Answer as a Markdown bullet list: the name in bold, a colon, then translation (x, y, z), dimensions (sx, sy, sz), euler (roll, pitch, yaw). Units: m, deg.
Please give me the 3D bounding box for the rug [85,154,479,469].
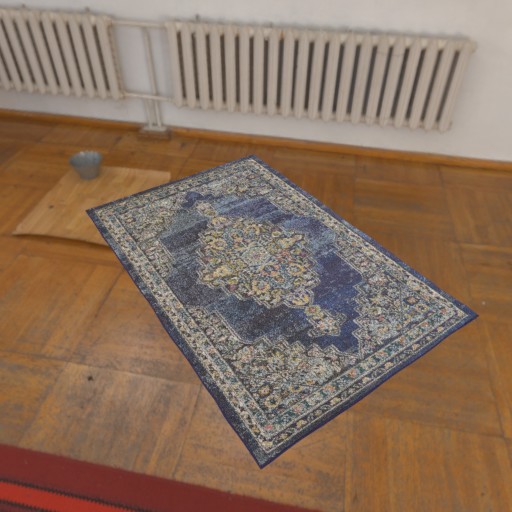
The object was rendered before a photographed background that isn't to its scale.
- **rug**: translation (0.000, 0.000, 2.259), dimensions (1.184, 0.012, 1.781), euler (-24, 47, -25)
